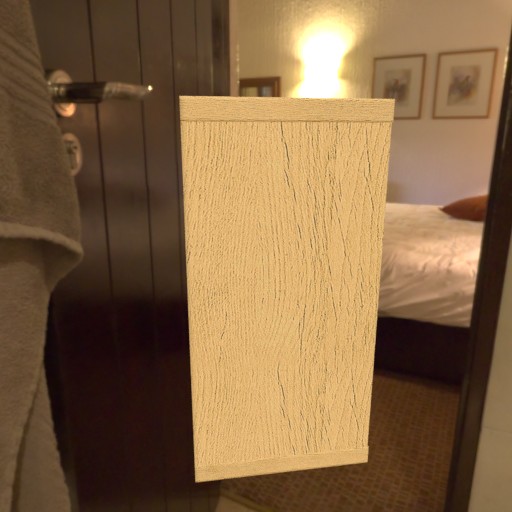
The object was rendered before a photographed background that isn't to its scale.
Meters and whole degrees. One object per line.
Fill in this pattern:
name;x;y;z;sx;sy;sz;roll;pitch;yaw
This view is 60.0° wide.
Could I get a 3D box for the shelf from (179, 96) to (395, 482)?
shelf;0.000;0.000;1.261;0.390;0.786;0.790;-2;15;-9
